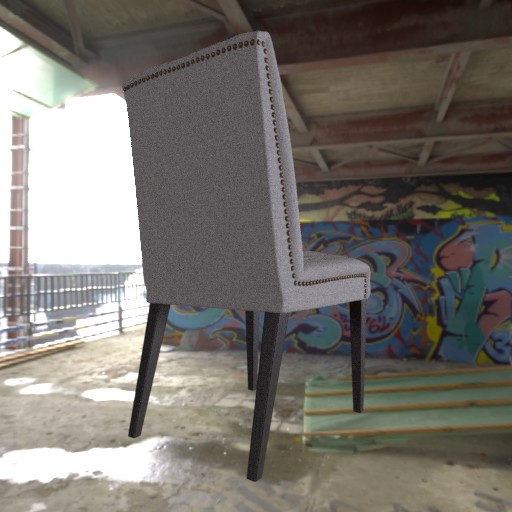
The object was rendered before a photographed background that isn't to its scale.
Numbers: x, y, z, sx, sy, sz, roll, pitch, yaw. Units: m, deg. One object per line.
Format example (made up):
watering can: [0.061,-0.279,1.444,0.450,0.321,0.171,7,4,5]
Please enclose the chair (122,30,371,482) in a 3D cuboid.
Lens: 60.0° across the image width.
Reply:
chair: [0.000,0.000,1.361,0.511,1.016,0.647,-1,-1,36]
